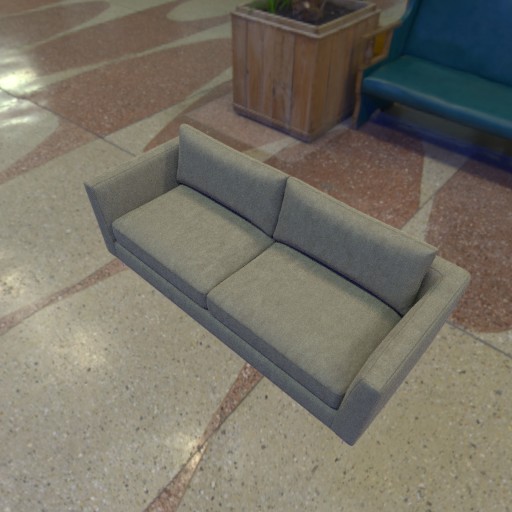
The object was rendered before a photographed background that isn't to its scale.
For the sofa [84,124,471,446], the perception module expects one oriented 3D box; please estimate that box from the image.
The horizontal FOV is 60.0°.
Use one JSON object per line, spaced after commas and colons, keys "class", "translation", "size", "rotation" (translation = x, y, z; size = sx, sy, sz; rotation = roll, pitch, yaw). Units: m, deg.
{"class": "sofa", "translation": [0.000, 0.000, 2.630], "size": [2.121, 0.864, 0.889], "rotation": [32, 53, 29]}
